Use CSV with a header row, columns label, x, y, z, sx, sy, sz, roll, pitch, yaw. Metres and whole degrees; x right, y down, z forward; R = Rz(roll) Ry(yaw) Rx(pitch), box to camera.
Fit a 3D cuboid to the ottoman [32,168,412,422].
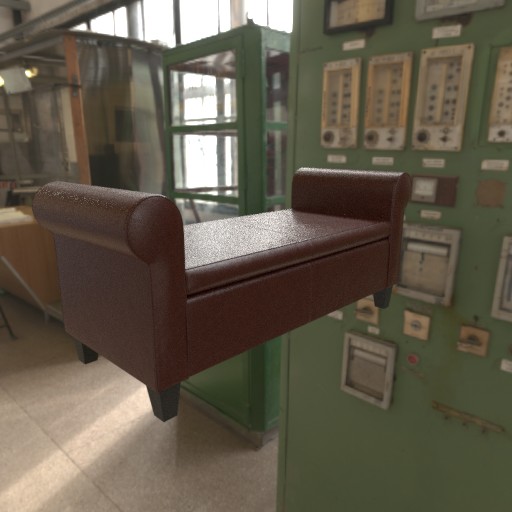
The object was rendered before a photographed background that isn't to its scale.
label,x,y,z,sx,sy,sz,roll,pitch,yaw
ottoman,0.000,0.000,1.536,0.521,0.547,1.256,13,19,43
